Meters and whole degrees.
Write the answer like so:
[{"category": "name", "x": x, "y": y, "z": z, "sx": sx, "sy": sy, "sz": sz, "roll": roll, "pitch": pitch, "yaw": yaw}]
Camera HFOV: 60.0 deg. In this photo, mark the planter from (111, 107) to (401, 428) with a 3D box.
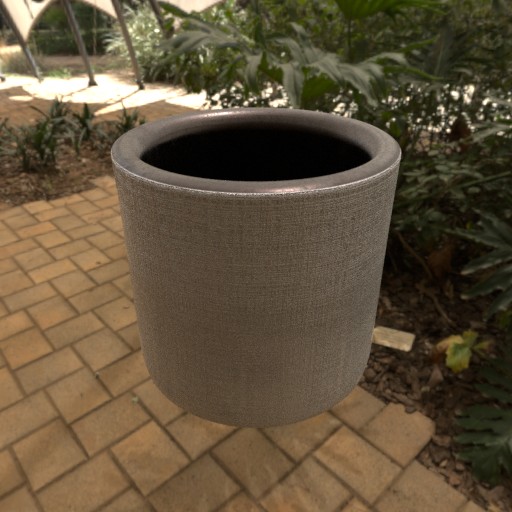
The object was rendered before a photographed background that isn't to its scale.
[{"category": "planter", "x": 0.000, "y": 0.000, "z": 0.287, "sx": 0.160, "sy": 0.156, "sz": 0.160, "roll": 0, "pitch": 30, "yaw": 0}]
